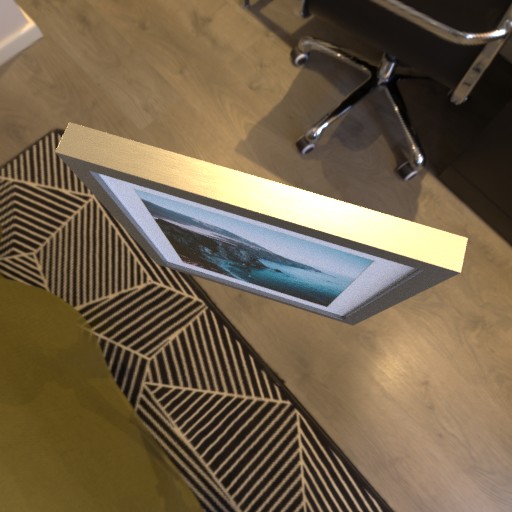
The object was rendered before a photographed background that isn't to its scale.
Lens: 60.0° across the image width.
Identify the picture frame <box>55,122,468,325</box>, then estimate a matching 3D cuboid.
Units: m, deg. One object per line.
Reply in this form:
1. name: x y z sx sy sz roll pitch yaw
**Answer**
1. picture frame: 0.000 0.000 1.349 0.839 0.968 0.073 17 76 4
